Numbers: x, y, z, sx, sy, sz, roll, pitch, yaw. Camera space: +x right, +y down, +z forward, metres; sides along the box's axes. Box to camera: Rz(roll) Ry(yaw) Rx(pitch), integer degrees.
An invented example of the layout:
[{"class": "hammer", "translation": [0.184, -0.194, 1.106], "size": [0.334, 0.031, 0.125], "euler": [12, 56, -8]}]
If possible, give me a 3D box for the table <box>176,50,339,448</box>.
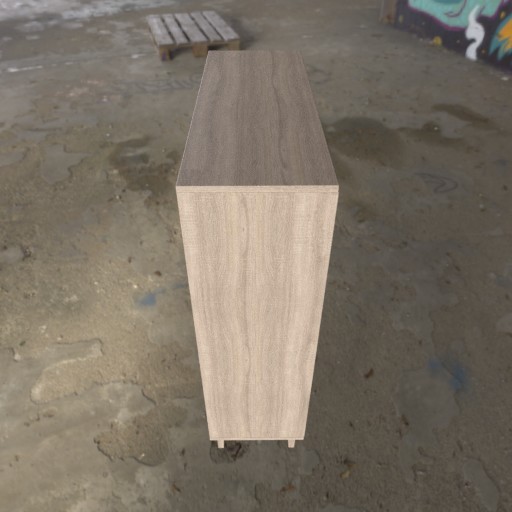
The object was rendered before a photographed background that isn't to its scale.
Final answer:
[{"class": "table", "translation": [0.000, 0.000, 1.943], "size": [0.398, 1.388, 1.111], "euler": [0, 40, 0]}]
